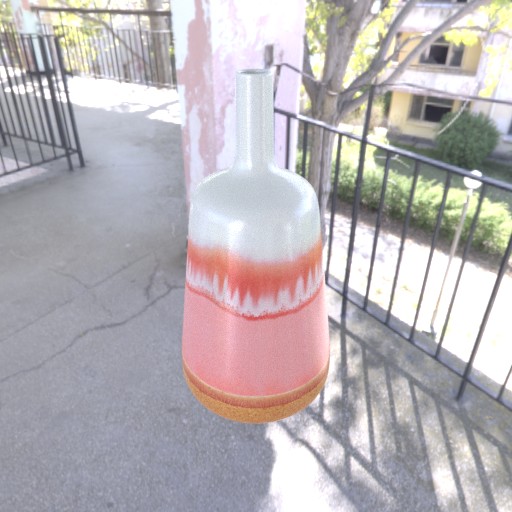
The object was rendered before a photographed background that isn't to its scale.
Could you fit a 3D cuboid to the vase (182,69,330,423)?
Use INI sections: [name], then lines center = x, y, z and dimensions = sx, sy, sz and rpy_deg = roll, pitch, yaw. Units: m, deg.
[vase]
center = 0.000, 0.000, 0.381
dimensions = 0.144, 0.296, 0.144
rpy_deg = 0, 31, 0
